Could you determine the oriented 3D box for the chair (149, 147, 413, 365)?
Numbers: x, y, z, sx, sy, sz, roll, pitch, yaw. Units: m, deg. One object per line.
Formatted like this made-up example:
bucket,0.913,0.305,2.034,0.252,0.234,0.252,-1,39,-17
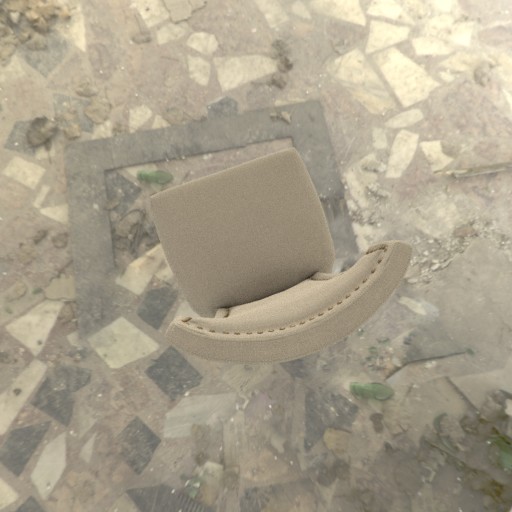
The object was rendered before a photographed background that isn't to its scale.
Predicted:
chair,0.000,0.000,1.335,0.526,0.950,0.630,-20,77,-5
